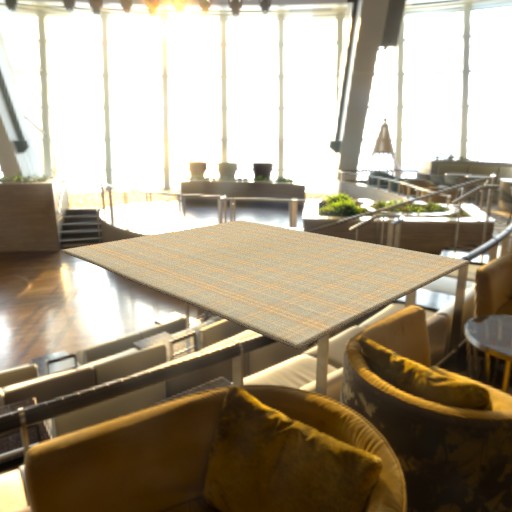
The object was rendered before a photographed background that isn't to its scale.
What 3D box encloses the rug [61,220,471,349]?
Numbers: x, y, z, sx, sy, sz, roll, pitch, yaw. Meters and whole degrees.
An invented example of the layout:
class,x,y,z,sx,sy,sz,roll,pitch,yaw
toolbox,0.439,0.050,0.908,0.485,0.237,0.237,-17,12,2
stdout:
class,x,y,z,sx,sy,sz,roll,pitch,yaw
rug,0.000,0.000,4.220,3.066,0.030,2.462,14,20,43
